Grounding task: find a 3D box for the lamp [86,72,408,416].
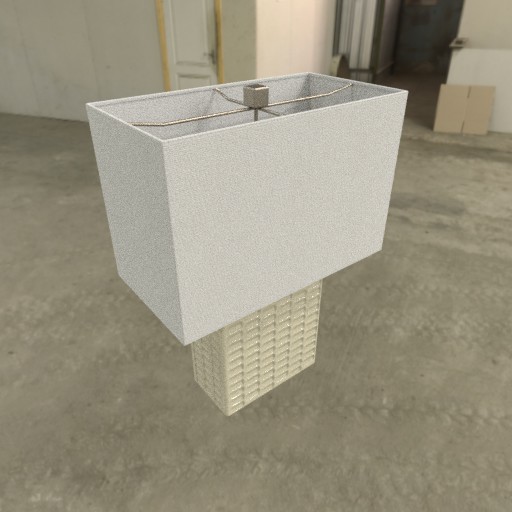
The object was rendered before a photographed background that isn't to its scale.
[{"bbox_3d":[0.000,0.000,0.707,0.380,0.515,0.200,-22,38,-32],"label":"lamp"}]
